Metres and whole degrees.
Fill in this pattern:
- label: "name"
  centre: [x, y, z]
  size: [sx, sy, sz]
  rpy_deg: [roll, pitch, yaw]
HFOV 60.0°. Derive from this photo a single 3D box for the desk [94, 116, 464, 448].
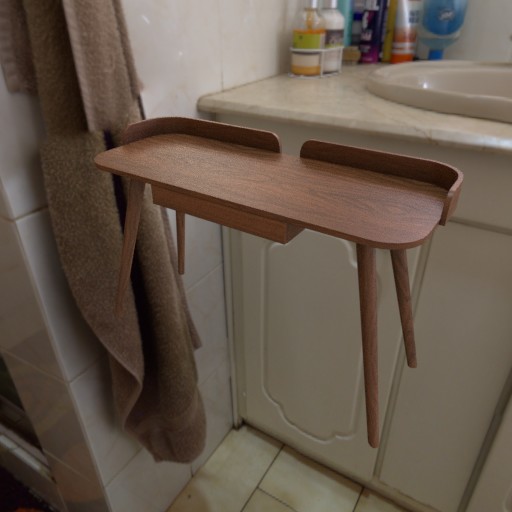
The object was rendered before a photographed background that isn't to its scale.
- label: "desk"
  centre: [0.000, 0.000, 1.674]
  size: [1.256, 0.800, 0.486]
  rpy_deg: [19, 35, 28]
